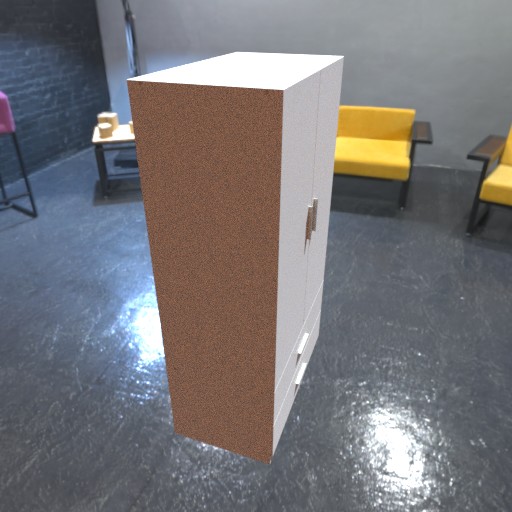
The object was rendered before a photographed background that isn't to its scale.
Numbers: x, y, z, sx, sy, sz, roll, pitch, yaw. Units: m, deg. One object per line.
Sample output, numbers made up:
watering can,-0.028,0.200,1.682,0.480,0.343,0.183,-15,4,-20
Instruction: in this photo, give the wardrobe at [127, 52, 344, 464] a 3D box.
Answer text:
wardrobe,0.000,0.000,2.278,0.577,1.808,0.991,10,32,17
